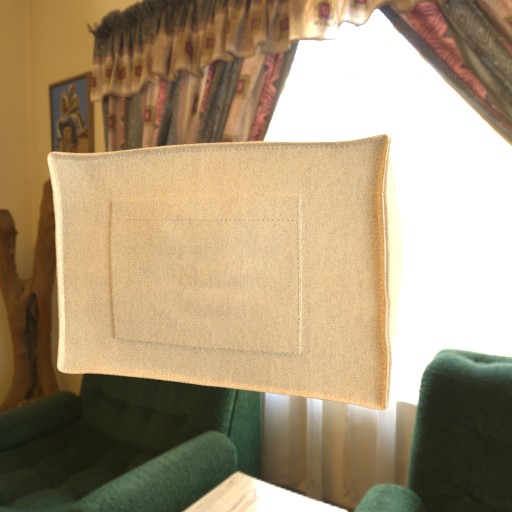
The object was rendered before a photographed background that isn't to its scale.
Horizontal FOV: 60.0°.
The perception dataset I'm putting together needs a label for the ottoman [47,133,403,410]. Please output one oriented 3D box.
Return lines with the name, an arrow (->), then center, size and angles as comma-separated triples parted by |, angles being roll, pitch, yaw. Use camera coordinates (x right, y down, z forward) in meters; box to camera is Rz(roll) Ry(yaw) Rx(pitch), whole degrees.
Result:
ottoman -> 0.000, 0.000, 1.120 | 0.707, 0.470, 0.696 | 1, 3, 18
